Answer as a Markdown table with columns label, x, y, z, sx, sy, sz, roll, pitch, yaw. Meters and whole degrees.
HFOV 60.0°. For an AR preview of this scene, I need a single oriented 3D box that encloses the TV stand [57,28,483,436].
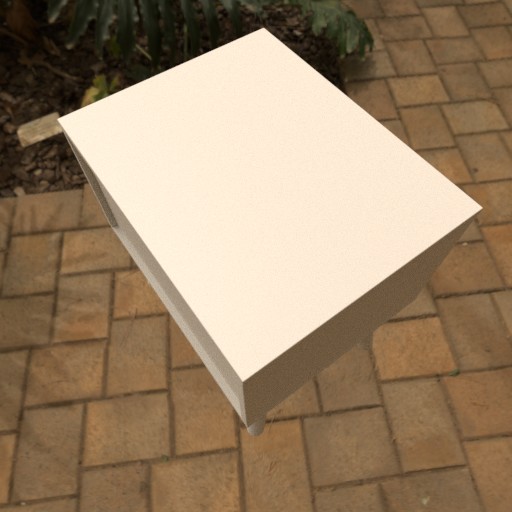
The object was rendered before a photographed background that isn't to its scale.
| label | x | y | z | sx | sy | sz | roll | pitch | yaw |
| --- | --- | --- | --- | --- | --- | --- | --- | --- | --- |
| TV stand | 0.000 | 0.000 | 0.895 | 0.405 | 0.559 | 0.508 | -32 | 65 | -17 |
